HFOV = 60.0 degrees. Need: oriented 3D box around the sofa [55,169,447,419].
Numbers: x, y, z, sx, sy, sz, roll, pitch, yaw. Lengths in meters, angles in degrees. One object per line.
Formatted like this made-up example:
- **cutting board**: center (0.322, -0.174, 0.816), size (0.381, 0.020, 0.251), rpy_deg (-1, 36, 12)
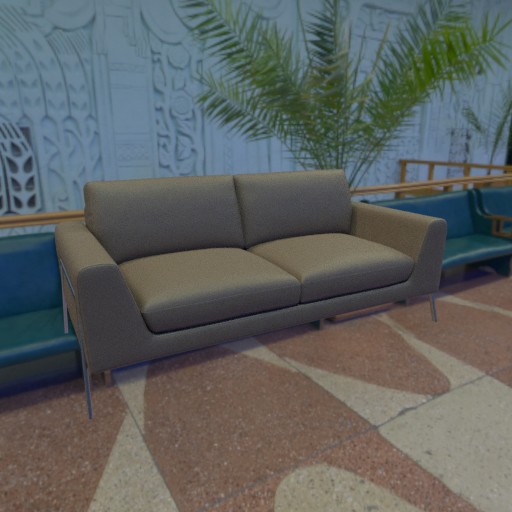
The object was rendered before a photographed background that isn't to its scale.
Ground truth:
- **sofa**: center (0.000, 0.000, 2.512), size (2.017, 0.875, 0.953), rpy_deg (-8, 18, -27)
